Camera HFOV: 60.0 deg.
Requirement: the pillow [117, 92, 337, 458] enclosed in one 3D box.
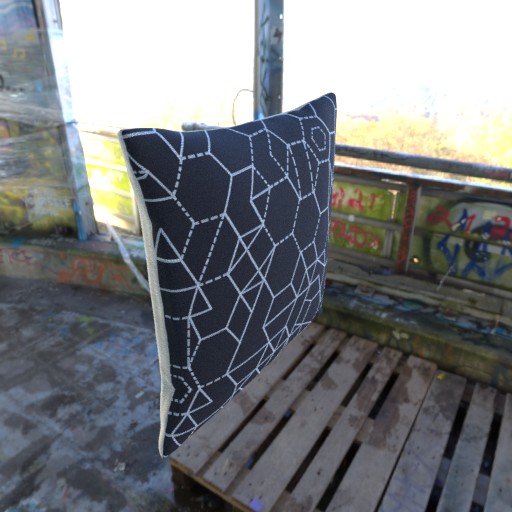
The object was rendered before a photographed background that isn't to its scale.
[{"bbox_3d":[0.000,0.000,0.780,0.158,0.508,0.517,17,31,31],"label":"pillow"}]
